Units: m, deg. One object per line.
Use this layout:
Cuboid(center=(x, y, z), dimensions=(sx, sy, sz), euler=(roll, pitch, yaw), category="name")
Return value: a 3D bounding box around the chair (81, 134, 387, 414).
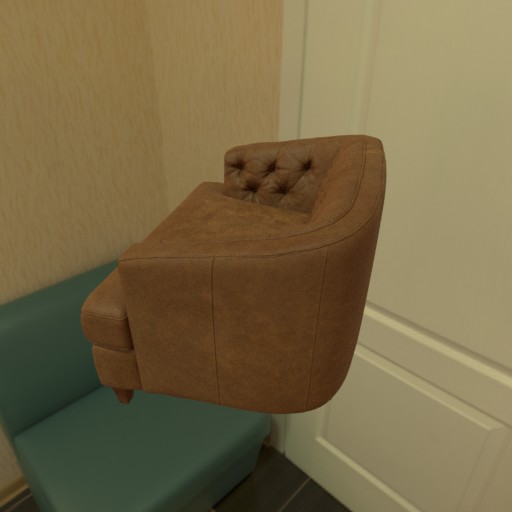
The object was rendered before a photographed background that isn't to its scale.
Cuboid(center=(0.000, 0.000, 1.783), dimensions=(0.911, 0.836, 1.119), euler=(8, 32, 13), category="chair")
